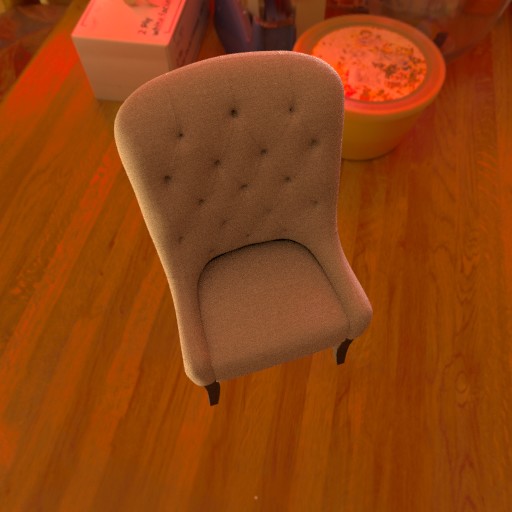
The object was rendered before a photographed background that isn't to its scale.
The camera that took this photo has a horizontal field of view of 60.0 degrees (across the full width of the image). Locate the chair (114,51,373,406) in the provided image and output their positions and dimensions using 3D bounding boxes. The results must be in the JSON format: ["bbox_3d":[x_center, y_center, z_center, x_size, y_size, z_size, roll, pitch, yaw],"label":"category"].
[{"bbox_3d":[0.000,0.000,1.464,0.634,1.091,0.629,-15,63,-8],"label":"chair"}]
